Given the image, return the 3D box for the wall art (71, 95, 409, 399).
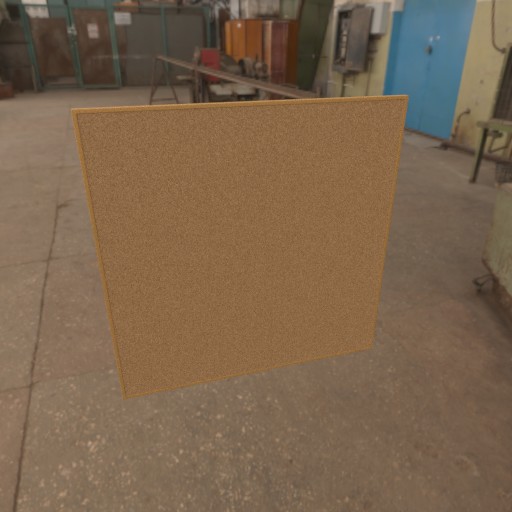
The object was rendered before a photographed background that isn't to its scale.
[{"bbox_3d":[0.000,0.000,0.987,0.657,0.655,0.014,-8,28,-15],"label":"wall art"}]
